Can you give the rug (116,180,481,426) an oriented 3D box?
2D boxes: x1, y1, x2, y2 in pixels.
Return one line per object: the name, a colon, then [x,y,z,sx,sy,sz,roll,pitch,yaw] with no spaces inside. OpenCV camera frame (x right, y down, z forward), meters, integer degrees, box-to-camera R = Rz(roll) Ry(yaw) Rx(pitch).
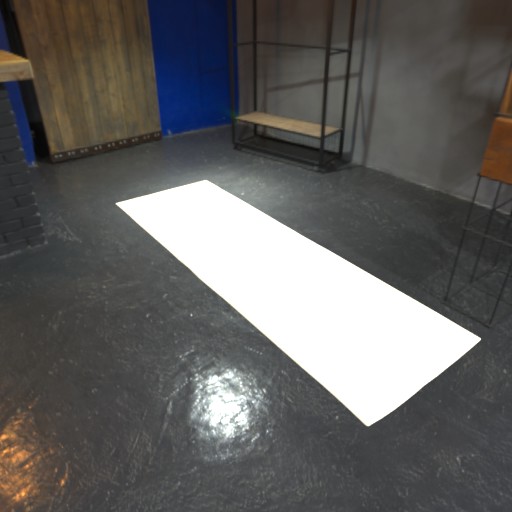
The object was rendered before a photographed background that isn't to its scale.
rug: [0.000,0.000,2.670,0.793,0.014,2.450,-21,37,-31]
